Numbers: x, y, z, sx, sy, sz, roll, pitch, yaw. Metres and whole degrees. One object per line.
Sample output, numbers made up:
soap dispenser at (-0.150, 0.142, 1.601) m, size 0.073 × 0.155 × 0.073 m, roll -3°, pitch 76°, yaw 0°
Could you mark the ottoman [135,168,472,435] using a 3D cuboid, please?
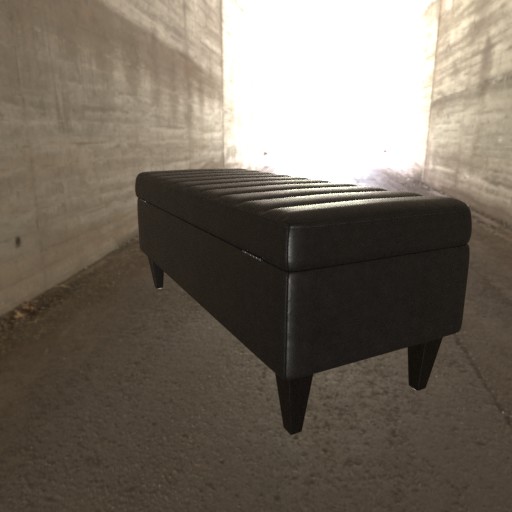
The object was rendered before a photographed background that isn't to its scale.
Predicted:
ottoman at (0.000, 0.000, 1.381) m, size 0.482 × 0.469 × 1.151 m, roll -8°, pitch 17°, yaw -26°
